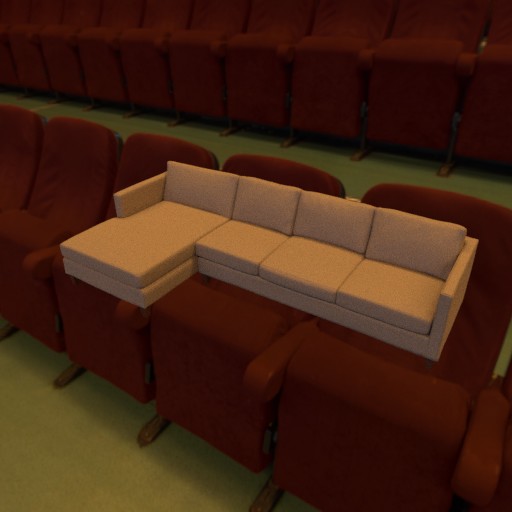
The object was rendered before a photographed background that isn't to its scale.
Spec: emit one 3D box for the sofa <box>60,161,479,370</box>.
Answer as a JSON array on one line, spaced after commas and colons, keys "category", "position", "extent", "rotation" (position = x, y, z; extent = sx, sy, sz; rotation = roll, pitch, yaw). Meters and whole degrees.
[{"category": "sofa", "position": [0.000, 0.000, 3.789], "extent": [3.186, 0.846, 1.625], "rotation": [18, 35, 28]}]
